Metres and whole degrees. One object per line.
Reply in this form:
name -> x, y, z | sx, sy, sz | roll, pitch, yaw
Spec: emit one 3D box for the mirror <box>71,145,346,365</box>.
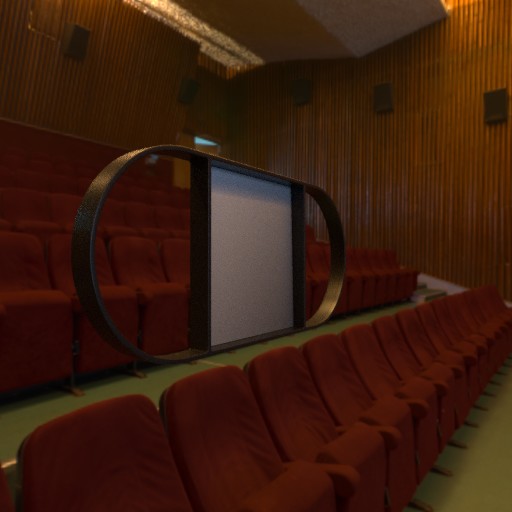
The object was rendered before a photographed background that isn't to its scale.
mirror -> 0.000, 0.000, 0.663 | 0.032, 0.254, 0.584 | 0, -1, 35
